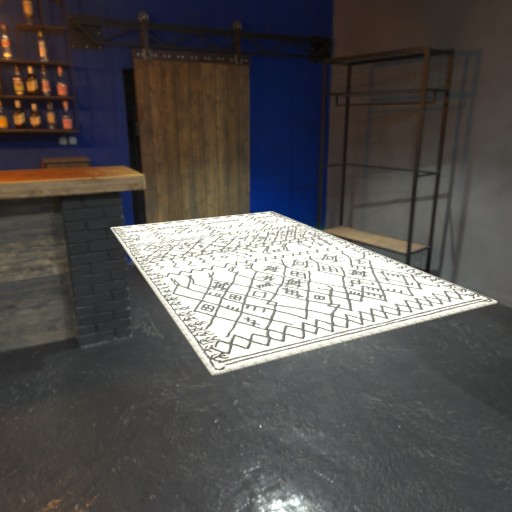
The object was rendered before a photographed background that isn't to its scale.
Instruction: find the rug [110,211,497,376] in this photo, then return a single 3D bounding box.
[{"bbox_3d":[0.000,0.000,2.963,1.526,0.012,2.444,-8,19,-24],"label":"rug"}]
